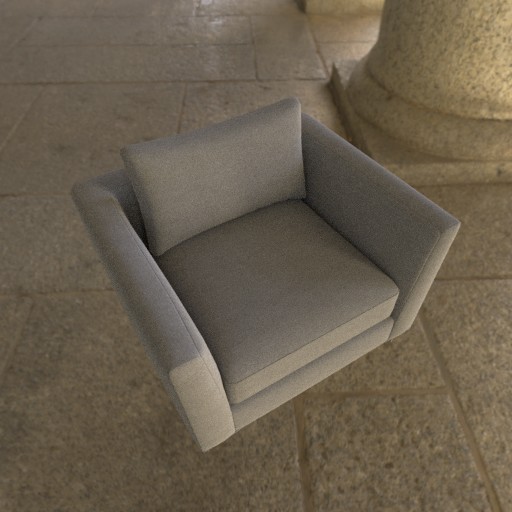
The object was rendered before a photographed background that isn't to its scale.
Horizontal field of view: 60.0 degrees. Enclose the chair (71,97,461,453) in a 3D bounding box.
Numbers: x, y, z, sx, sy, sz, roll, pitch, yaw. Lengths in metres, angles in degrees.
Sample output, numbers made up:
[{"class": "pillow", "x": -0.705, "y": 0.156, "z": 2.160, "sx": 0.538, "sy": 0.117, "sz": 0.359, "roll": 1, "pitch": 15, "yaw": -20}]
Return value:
[{"class": "chair", "x": 0.000, "y": 0.000, "z": 1.675, "sx": 1.041, "sy": 0.864, "sz": 0.889, "roll": -24, "pitch": 50, "yaw": -21}]
